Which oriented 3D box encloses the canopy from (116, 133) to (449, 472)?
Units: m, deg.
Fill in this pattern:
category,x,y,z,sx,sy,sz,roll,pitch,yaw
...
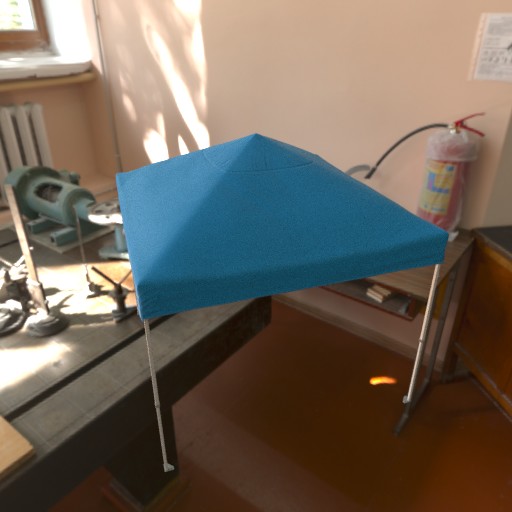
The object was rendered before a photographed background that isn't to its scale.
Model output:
category,x,y,z,sx,sy,sz,roll,pitch,yaw
canopy,0.000,0.000,5.475,2.996,2.997,2.998,-9,30,-16
